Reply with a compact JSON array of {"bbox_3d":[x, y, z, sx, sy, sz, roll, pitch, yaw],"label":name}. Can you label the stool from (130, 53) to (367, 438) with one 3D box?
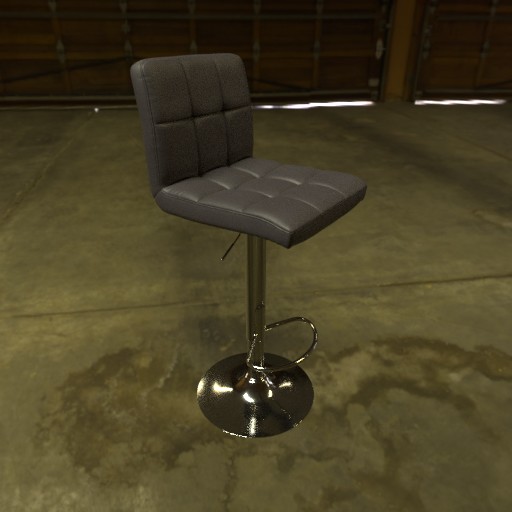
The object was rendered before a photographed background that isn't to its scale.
[{"bbox_3d":[0.000,0.000,1.365,0.505,1.115,0.430,19,33,32],"label":"stool"}]
